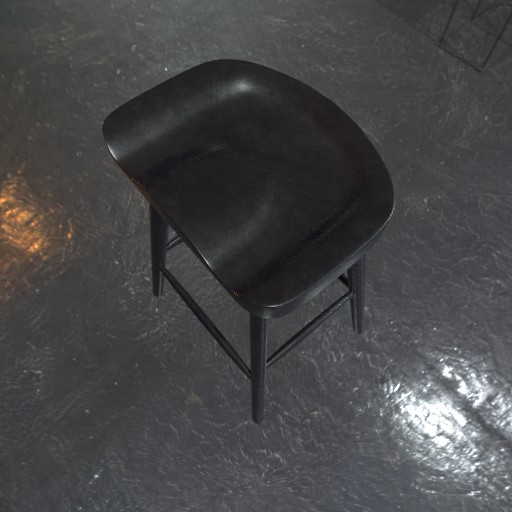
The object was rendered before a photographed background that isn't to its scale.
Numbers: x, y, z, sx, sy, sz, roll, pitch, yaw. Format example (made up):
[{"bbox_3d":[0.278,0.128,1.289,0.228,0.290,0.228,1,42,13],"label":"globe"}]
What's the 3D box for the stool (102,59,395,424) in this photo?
[{"bbox_3d":[0.000,0.000,0.887,0.361,0.615,0.440,-36,68,-17],"label":"stool"}]
